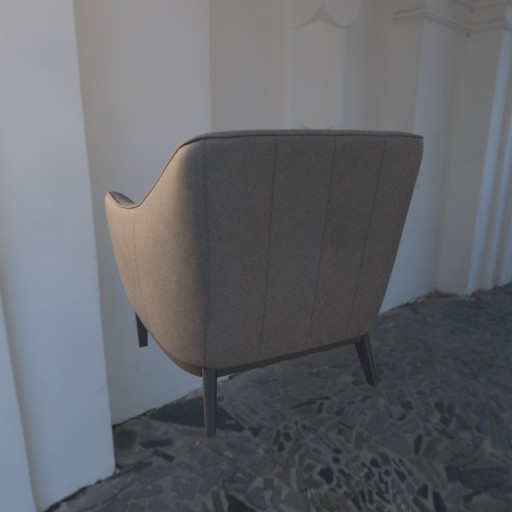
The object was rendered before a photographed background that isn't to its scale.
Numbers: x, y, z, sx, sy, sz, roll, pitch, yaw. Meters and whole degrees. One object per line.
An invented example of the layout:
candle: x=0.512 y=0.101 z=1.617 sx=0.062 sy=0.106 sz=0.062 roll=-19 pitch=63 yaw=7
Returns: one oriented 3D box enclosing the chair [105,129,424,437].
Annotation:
chair: x=0.000 y=0.000 z=1.533 sx=0.871 sy=0.830 sz=0.852 roll=-7 pitch=17 yaw=-26
